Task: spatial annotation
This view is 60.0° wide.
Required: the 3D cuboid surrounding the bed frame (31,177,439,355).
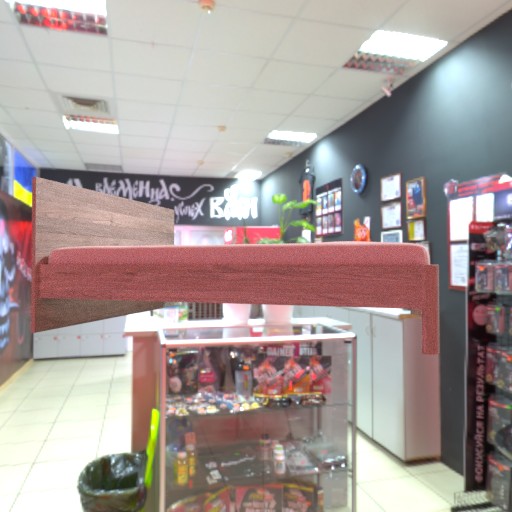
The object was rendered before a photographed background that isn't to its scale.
[{"bbox_3d":[0.000,0.000,2.697,1.950,0.800,1.490,0,-1,18],"label":"bed frame"}]
